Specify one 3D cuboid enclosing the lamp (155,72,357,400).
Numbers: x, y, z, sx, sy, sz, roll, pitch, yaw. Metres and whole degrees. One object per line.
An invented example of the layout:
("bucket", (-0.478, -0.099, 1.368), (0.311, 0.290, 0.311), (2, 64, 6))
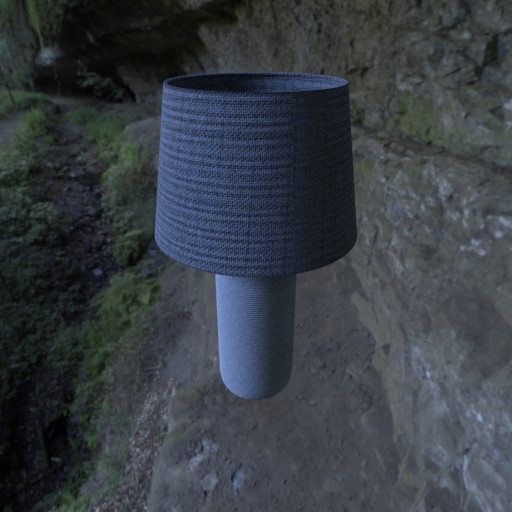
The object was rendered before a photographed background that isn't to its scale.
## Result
("lamp", (0.000, 0.000, 0.580), (0.251, 0.429, 0.251), (0, 27, 0))
